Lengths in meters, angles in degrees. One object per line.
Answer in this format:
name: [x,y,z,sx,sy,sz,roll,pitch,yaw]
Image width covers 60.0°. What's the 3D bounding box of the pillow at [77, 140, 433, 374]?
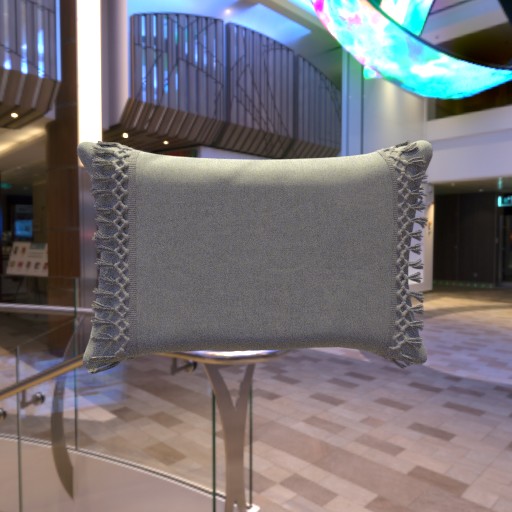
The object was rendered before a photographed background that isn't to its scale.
pillow: [0.000,0.000,0.586,0.466,0.305,0.084,0,2,-1]
